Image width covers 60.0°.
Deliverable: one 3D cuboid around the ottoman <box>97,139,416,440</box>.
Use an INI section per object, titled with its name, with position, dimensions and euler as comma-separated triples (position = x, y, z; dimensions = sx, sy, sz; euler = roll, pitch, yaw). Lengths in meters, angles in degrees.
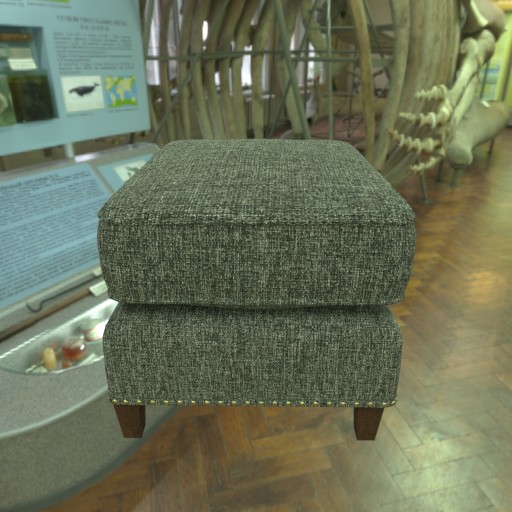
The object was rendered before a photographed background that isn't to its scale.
[ottoman]
position = 0.000, 0.000, 1.138
dimensions = 0.589, 0.537, 0.738
euler = 0, 25, 1
